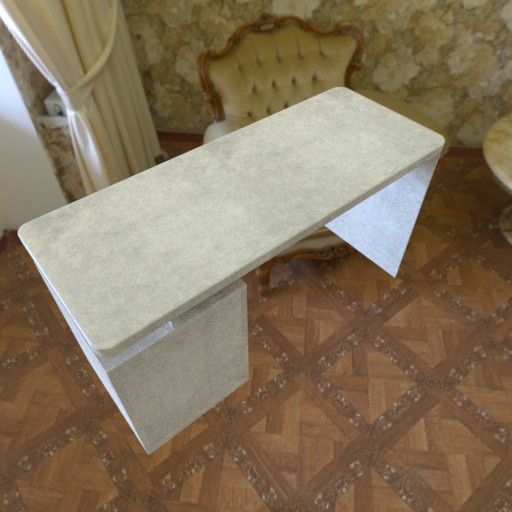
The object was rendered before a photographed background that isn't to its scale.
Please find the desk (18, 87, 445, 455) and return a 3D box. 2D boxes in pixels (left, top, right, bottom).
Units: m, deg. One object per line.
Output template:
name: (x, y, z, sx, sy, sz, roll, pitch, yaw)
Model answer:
desk: (0.000, 0.000, 1.742, 1.400, 0.755, 0.550, -31, 55, -25)
